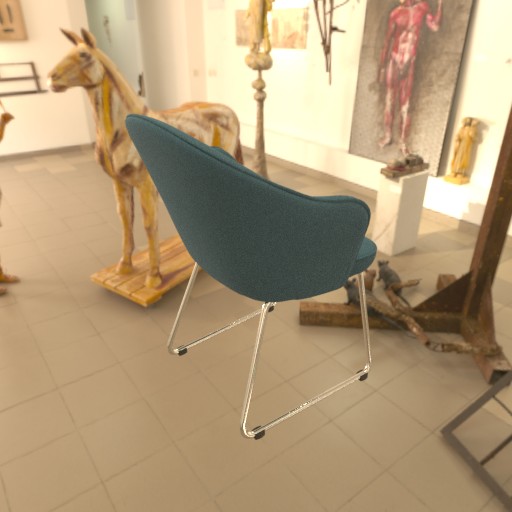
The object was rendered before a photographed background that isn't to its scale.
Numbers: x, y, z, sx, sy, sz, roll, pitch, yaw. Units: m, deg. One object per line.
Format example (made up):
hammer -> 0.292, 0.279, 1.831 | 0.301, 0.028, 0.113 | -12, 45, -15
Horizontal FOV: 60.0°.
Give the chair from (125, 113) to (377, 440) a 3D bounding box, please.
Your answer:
chair -> 0.000, 0.000, 1.232 | 0.585, 0.815, 0.570 | -19, 33, -32
